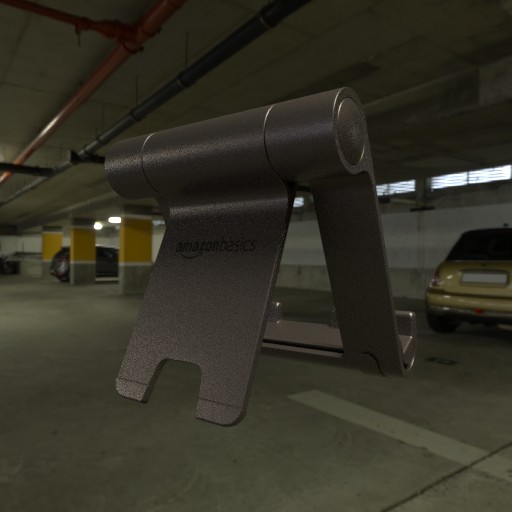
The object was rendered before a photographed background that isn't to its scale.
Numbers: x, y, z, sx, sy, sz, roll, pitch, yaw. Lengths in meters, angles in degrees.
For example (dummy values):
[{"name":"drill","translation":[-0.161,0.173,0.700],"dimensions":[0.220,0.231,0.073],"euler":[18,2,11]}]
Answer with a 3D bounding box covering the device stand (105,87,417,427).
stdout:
[{"name":"device stand","translation":[0.000,0.000,0.150],"dimensions":[0.088,0.084,0.079],"euler":[0,0,36]}]
